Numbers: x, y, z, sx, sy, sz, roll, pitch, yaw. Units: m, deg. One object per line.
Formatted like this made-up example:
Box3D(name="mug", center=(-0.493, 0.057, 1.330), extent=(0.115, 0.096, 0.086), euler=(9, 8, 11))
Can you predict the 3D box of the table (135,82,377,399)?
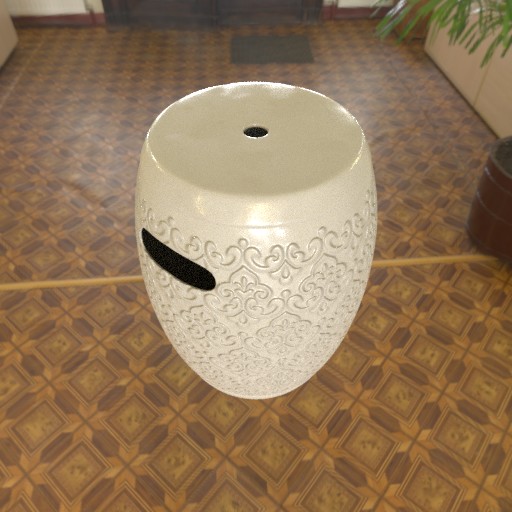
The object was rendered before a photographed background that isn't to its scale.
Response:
Box3D(name="table", center=(0.000, 0.000, 0.618), extent=(0.309, 0.397, 0.309), euler=(0, 47, 0))
